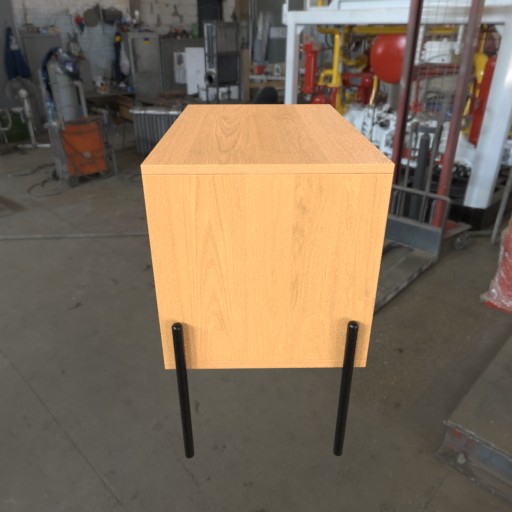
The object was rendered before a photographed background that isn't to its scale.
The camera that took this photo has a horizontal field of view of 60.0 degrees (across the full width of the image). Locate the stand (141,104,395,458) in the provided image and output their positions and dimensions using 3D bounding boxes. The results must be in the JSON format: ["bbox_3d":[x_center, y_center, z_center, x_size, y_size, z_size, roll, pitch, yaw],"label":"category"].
[{"bbox_3d":[0.000,0.000,1.046,0.400,0.600,0.630,0,27,-1],"label":"stand"}]
